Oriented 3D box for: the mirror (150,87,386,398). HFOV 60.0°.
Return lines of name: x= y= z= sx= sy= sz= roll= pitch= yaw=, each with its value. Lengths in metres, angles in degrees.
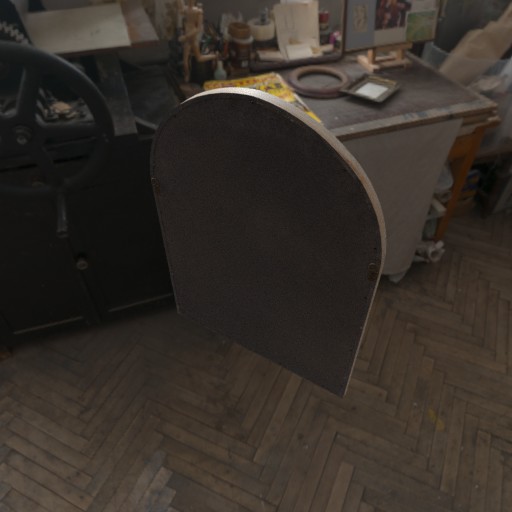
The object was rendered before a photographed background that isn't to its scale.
mirror: x=0.000 y=0.000 z=1.212 sx=0.660 sy=0.920 sz=0.032 roll=23 pitch=49 yaw=21
